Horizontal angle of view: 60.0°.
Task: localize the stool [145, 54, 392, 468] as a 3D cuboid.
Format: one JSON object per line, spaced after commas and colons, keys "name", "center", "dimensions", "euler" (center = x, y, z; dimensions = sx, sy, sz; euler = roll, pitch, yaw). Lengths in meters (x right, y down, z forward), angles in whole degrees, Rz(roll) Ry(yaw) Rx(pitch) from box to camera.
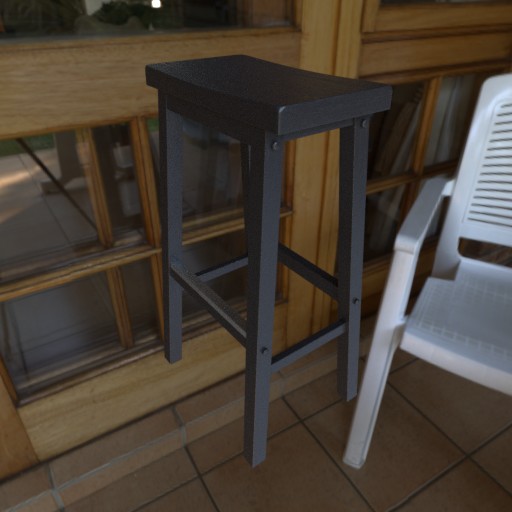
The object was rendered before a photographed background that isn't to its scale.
{"name": "stool", "center": [0.000, 0.000, 0.961], "dimensions": [0.322, 0.742, 0.406], "euler": [-22, 38, -31]}
